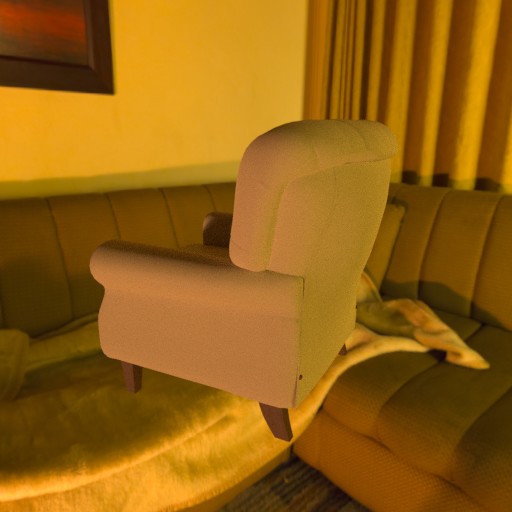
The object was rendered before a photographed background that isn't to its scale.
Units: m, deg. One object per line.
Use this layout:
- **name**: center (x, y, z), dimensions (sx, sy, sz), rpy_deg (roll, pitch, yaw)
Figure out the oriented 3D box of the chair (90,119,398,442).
- **chair**: center (0.000, 0.000, 2.001), dimensions (1.132, 1.169, 1.035), rpy_deg (7, 17, 26)
